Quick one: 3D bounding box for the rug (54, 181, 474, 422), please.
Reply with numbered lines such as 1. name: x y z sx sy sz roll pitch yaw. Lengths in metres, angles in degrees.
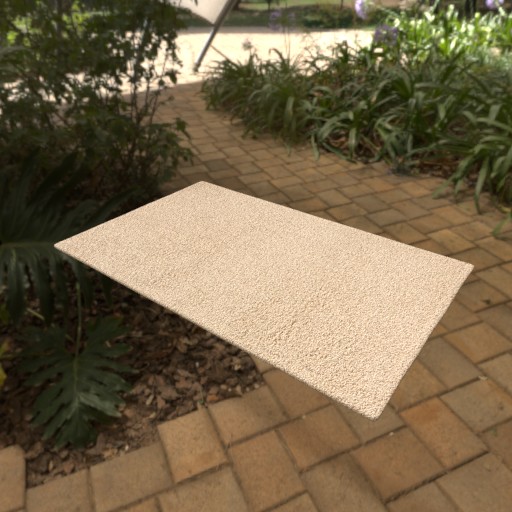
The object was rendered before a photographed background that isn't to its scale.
1. rug: 0.000 0.000 3.011 2.438 0.030 1.524 22 37 31
